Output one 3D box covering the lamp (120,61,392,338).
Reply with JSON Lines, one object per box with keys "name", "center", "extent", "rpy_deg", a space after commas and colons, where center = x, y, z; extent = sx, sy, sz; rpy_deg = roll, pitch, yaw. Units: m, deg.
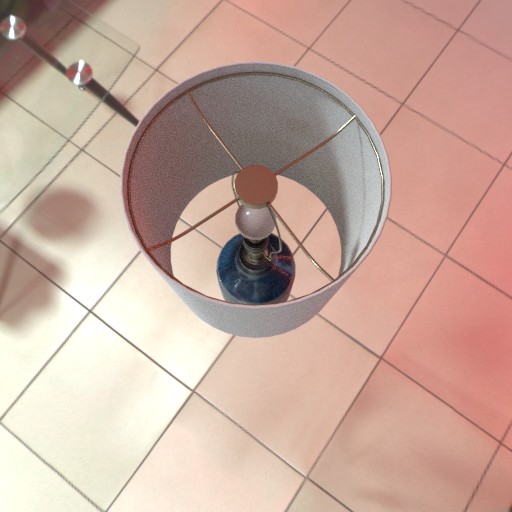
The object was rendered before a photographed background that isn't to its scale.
{"name": "lamp", "center": [0.000, 0.000, 0.588], "extent": [0.220, 0.475, 0.220], "rpy_deg": [-20, 75, -6]}
